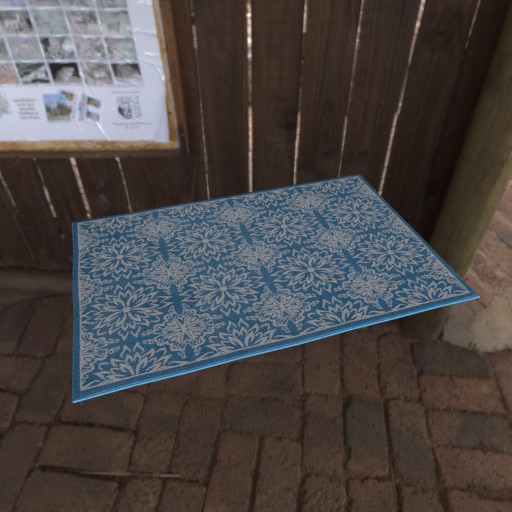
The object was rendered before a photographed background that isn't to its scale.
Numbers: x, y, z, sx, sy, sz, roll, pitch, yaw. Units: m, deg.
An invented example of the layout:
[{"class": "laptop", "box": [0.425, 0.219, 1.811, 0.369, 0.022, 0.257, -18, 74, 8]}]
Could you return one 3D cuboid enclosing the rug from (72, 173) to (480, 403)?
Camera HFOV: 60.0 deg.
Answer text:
[{"class": "rug", "box": [0.000, 0.000, 3.503, 2.769, 0.018, 1.830, -12, 42, -13]}]
